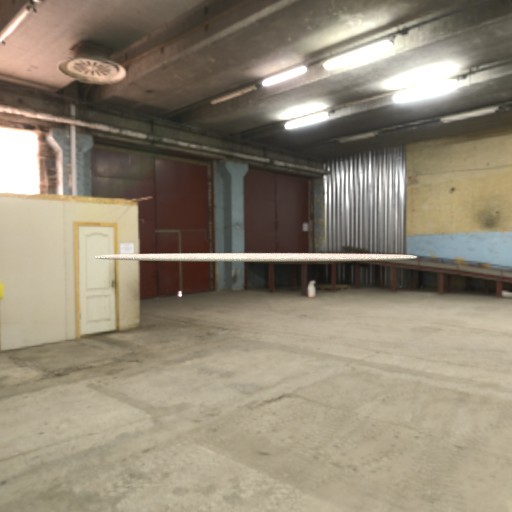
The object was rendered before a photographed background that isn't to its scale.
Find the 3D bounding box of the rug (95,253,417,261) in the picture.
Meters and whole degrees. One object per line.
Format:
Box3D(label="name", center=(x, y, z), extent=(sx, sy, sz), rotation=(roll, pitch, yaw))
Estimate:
Box3D(label="rug", center=(0.000, 0.000, 2.331), extent=(1.593, 0.012, 1.593), rotation=(0, 1, 0))
